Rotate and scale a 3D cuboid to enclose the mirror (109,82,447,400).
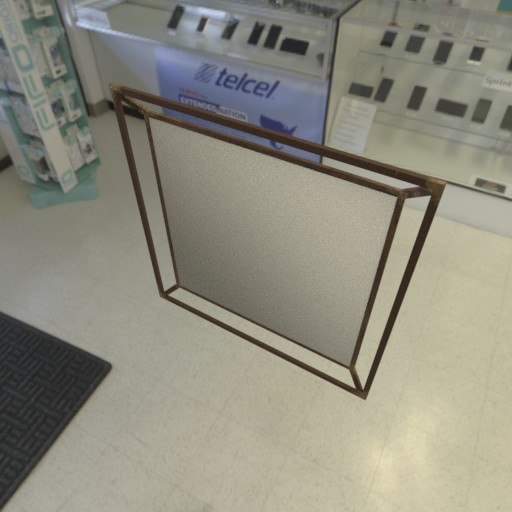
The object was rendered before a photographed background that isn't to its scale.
[{"bbox_3d":[0.000,0.000,0.930,0.610,0.610,0.032,23,50,21],"label":"mirror"}]
